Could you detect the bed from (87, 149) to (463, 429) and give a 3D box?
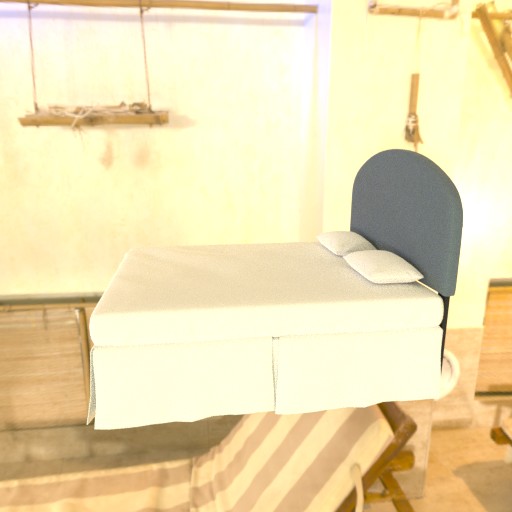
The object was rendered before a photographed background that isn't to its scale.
[{"bbox_3d":[0.000,0.000,3.008,2.005,1.410,1.607,-2,14,-8],"label":"bed"}]
